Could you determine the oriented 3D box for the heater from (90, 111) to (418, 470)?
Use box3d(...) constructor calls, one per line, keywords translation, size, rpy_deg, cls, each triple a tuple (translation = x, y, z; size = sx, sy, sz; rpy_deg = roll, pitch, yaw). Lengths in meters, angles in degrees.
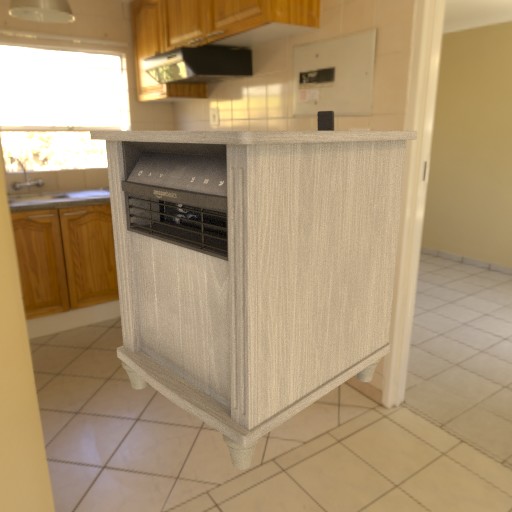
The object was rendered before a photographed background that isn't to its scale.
box3d(translation=(0.000, 0.000, 0.756), size=(0.400, 0.481, 0.362), rpy_deg=(-15, 22, -42), cls="heater")
